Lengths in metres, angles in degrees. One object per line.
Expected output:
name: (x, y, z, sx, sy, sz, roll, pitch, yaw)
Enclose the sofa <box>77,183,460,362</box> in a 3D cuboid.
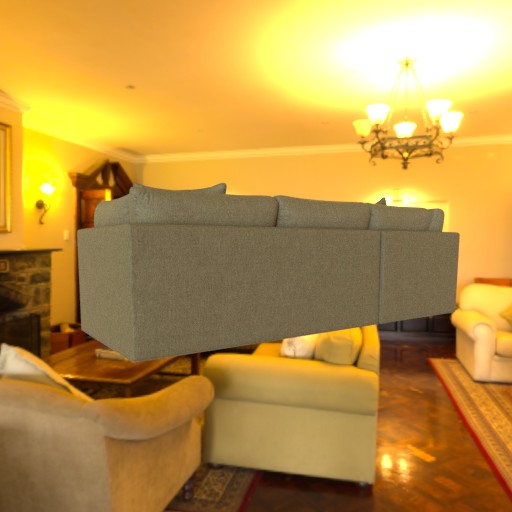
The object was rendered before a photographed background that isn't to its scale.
sofa: (0.000, 0.000, 3.790, 2.896, 0.978, 1.994, -1, 2, -35)
